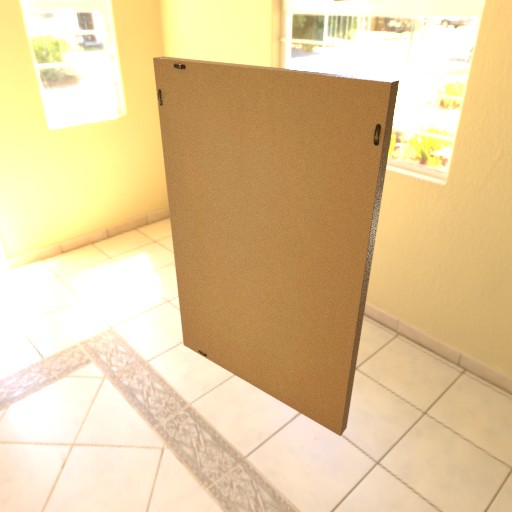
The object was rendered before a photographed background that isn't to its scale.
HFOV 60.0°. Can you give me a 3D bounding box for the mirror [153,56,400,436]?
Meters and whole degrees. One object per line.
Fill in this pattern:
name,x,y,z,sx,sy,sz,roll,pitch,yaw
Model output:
mirror,0.000,0.000,1.158,0.609,0.915,0.040,21,36,32
